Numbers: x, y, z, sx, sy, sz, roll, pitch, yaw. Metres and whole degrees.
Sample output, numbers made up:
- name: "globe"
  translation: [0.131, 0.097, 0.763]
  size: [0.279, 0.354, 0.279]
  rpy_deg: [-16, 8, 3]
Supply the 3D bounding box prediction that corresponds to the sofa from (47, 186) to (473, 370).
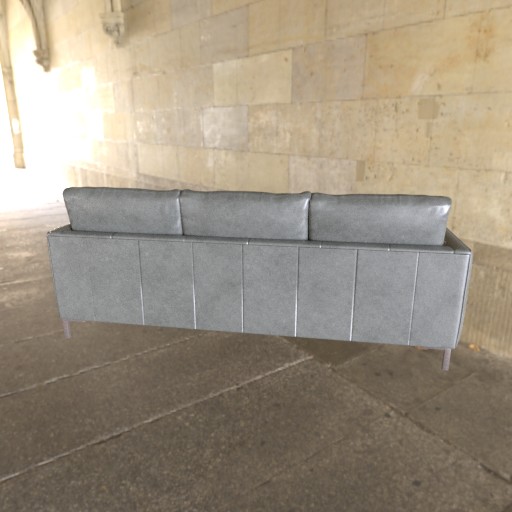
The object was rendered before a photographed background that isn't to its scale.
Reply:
- name: "sofa"
  translation: [0.000, 0.000, 2.436]
  size: [2.029, 0.805, 0.748]
  rpy_deg: [3, 17, 9]
